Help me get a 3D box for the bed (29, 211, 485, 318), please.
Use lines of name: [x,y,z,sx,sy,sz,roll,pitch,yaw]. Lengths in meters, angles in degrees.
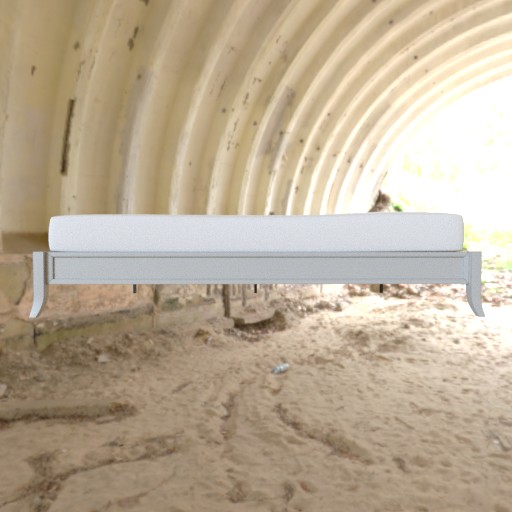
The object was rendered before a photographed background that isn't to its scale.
bed: [0.000,0.000,3.040,2.108,0.510,2.007,0,2,-1]
